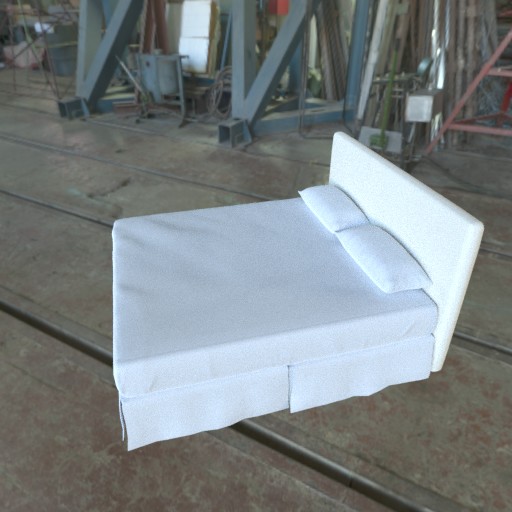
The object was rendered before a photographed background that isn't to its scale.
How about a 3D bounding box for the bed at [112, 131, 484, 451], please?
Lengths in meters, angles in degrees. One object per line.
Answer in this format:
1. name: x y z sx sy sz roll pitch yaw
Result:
1. bed: 0.000 0.000 3.572 2.341 1.317 2.119 -8 33 -13
